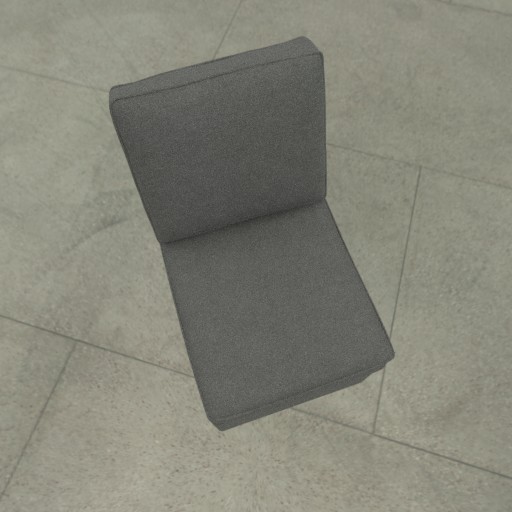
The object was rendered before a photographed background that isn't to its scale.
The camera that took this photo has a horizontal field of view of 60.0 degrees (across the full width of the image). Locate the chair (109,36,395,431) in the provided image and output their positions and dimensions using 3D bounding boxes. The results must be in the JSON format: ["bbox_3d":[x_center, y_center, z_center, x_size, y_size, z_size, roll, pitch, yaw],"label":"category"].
[{"bbox_3d":[0.000,0.000,1.481,0.621,0.970,0.938,-17,66,-8],"label":"chair"}]
